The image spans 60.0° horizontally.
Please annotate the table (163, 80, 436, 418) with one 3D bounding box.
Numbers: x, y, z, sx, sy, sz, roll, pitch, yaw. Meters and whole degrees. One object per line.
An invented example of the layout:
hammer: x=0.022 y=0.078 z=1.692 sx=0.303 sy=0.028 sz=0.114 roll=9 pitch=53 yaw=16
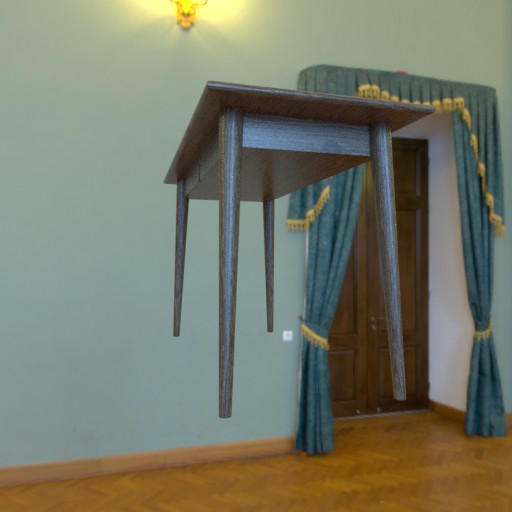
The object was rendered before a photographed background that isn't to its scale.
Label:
table: x=0.000 y=0.000 z=1.690 sx=0.599 sy=0.780 sz=1.300 roll=0 pitch=0 yaw=-16
